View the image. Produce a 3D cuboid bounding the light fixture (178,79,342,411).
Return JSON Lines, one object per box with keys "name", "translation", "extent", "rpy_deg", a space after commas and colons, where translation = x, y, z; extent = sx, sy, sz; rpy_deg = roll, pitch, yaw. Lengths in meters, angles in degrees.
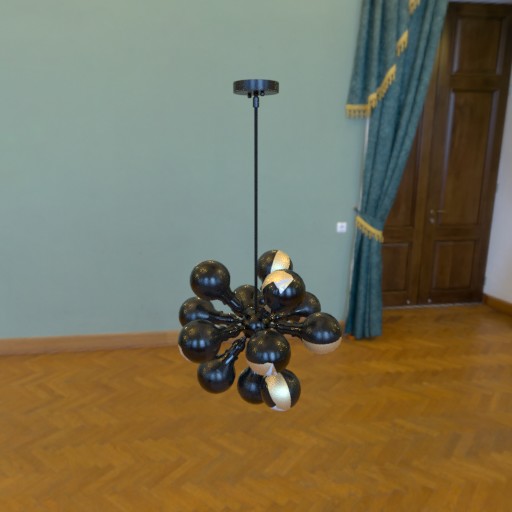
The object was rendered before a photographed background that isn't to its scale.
{"name": "light fixture", "translation": [0.000, 0.000, 1.168], "extent": [0.420, 0.859, 0.468], "rpy_deg": [-2, 14, -9]}
